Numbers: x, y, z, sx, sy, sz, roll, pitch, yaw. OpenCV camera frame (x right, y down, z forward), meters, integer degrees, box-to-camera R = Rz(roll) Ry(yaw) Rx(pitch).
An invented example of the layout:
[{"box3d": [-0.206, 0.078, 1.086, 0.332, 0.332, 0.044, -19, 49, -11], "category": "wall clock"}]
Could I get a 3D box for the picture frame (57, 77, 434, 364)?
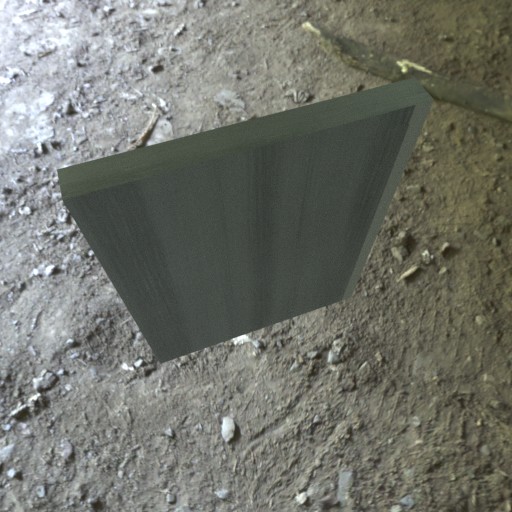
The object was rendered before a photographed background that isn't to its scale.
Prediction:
[{"box3d": [0.000, 0.000, 0.752, 0.449, 0.555, 0.046, -18, 60, -10], "category": "picture frame"}]
